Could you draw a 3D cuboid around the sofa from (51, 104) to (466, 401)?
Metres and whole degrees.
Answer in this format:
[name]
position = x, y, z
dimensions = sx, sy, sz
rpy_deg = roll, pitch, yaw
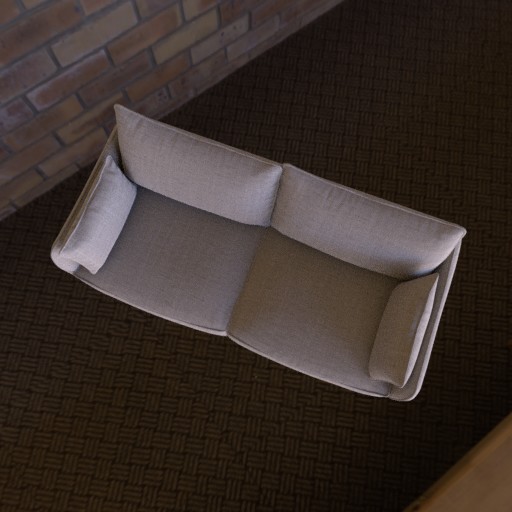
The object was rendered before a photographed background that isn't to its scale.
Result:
[sofa]
position = 0.000, 0.000, 2.421
dimensions = 1.989, 0.851, 0.972
rpy_deg = 20, 76, 5
